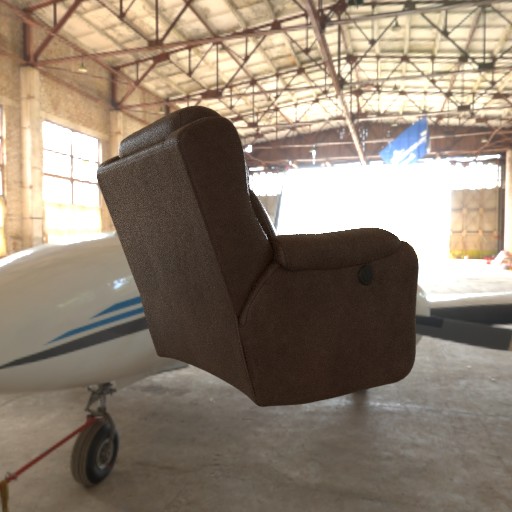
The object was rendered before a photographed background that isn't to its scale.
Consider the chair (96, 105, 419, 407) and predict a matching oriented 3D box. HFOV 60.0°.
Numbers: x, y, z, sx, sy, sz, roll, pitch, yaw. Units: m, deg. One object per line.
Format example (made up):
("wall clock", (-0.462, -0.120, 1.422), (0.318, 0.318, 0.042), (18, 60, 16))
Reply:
("chair", (0.000, 0.000, 1.828), (1.067, 0.990, 0.940), (-2, 3, -37))
